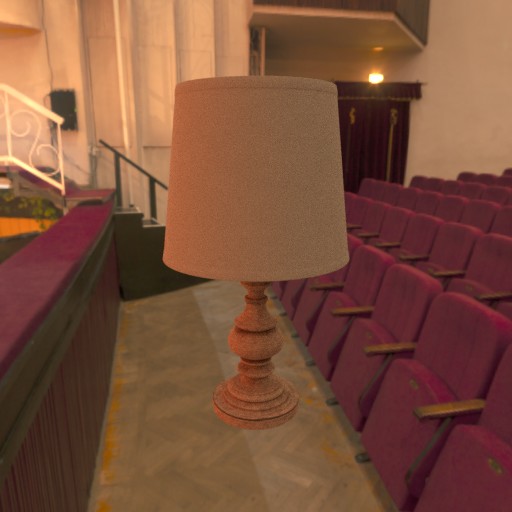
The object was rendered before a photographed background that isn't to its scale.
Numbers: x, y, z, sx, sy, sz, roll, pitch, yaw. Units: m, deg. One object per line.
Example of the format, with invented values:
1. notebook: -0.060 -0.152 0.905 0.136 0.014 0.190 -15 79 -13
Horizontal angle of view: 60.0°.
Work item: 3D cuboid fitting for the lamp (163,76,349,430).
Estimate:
1. lamp: 0.000 0.000 0.663 0.273 0.497 0.273 0 14 0
